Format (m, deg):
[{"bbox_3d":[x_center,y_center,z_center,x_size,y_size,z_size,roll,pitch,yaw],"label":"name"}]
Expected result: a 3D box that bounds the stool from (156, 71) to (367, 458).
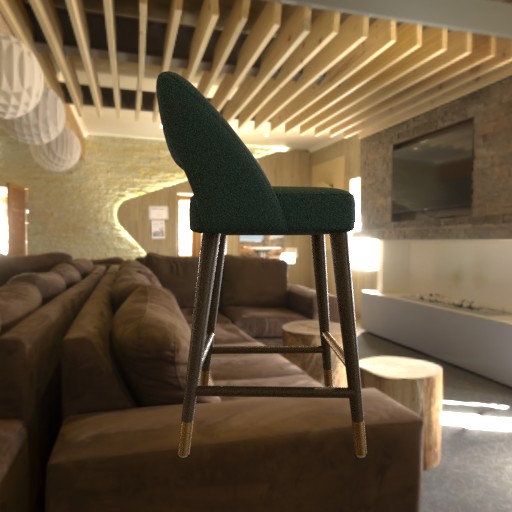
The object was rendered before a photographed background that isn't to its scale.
[{"bbox_3d":[0.000,0.000,1.254,0.522,0.939,0.536,0,2,0],"label":"stool"}]
